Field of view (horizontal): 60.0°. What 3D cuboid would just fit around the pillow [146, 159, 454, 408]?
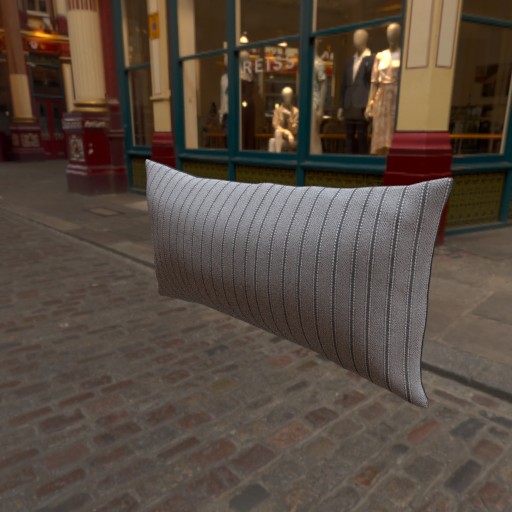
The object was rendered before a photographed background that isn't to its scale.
[{"bbox_3d":[0.000,0.000,0.733,0.609,0.305,0.151,15,22,42],"label":"pillow"}]
